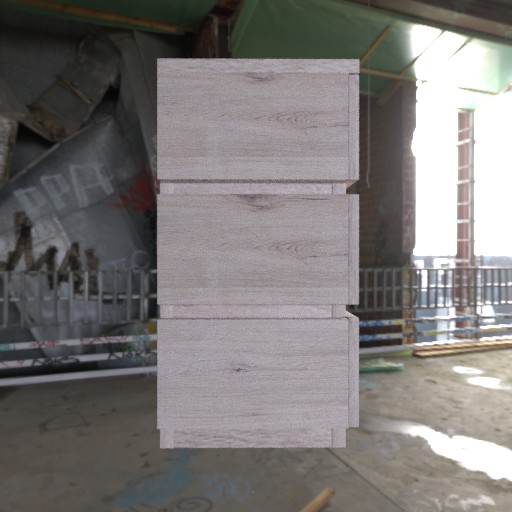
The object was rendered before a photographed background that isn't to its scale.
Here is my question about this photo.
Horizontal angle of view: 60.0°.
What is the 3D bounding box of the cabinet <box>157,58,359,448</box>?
[{"bbox_3d":[0.000,0.000,1.441,0.420,0.820,1.040,0,0,-1],"label":"cabinet"}]
